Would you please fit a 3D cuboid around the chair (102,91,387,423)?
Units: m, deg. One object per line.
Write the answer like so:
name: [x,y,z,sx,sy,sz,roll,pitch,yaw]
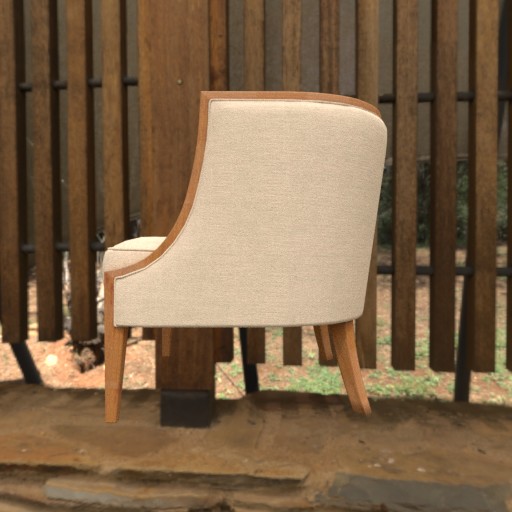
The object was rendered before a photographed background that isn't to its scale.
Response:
chair: [0.000,0.000,1.373,0.757,0.775,0.711,0,1,0]
